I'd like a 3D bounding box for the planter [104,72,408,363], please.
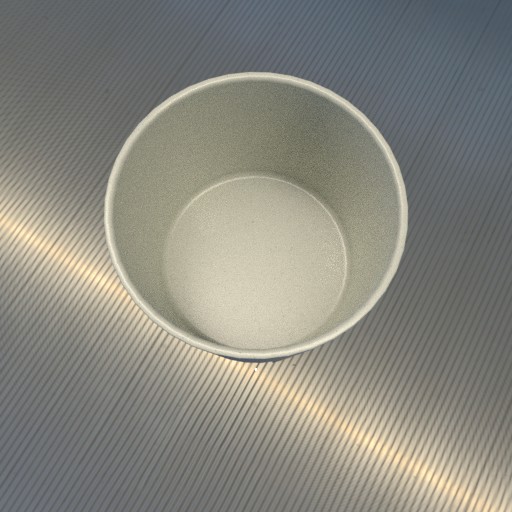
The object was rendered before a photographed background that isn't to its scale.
[{"bbox_3d":[0.000,0.000,0.558,0.261,0.367,0.261,0,76,0],"label":"planter"}]
